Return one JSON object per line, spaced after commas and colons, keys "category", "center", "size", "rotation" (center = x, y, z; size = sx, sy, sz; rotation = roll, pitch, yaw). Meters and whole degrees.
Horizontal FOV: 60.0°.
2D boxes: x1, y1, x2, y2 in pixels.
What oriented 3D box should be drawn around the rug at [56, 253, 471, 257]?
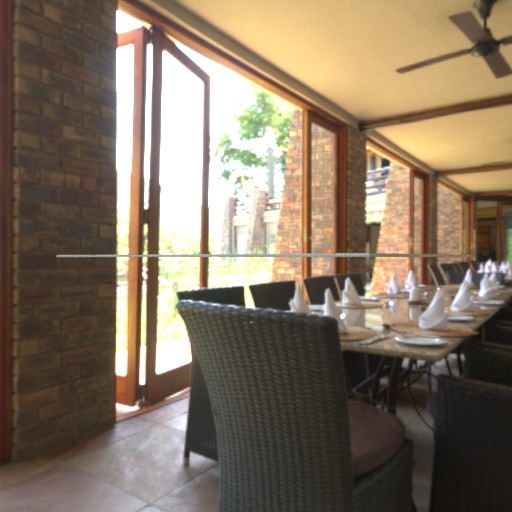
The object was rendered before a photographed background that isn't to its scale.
{"category": "rug", "center": [0.000, 0.000, 2.896], "size": [2.275, 0.014, 1.514], "rotation": [0, 0, 38]}
